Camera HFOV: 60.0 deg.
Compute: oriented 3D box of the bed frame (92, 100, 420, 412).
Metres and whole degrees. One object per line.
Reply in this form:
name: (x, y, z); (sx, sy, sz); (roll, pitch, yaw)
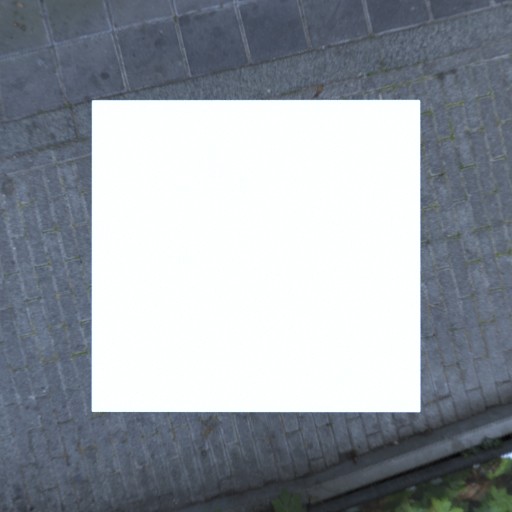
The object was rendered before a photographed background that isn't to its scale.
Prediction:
bed frame: (0.000, 0.000, 3.016); (2.032, 0.559, 1.930); (0, 90, 0)
